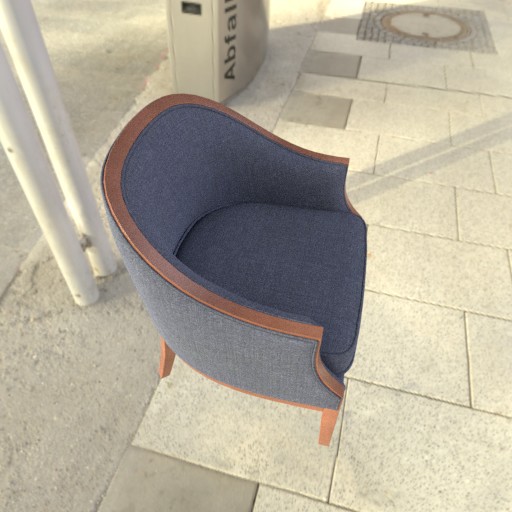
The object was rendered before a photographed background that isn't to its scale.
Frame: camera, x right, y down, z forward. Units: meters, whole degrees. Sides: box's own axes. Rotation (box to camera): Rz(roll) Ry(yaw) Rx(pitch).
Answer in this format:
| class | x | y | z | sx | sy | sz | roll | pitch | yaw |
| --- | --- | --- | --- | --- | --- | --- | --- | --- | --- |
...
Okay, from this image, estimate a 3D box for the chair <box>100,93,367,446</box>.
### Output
| class | x | y | z | sx | sy | sz | roll | pitch | yaw |
| --- | --- | --- | --- | --- | --- | --- | --- | --- | --- |
| chair | 0.000 | 0.000 | 1.458 | 0.735 | 0.876 | 0.803 | 10 | 47 | 9 |
